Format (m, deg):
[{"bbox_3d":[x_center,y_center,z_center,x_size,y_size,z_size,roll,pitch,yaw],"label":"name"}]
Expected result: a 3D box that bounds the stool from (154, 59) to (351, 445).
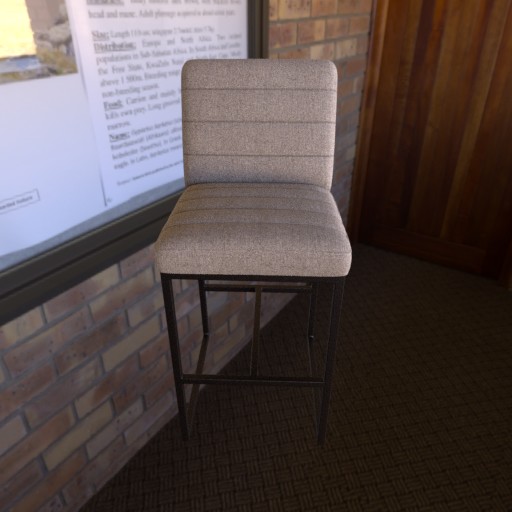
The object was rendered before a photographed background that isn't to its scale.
[{"bbox_3d":[0.000,0.000,1.328,0.459,1.034,0.571,1,30,2],"label":"stool"}]
